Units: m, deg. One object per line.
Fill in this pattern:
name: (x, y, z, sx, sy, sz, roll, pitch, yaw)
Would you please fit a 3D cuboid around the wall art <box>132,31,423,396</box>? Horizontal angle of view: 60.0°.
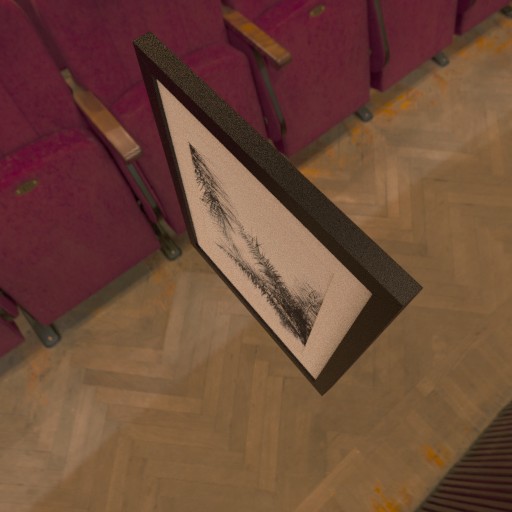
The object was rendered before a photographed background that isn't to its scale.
wall art: (0.000, 0.000, 0.737, 0.028, 0.557, 0.457, -37, 70, -16)
